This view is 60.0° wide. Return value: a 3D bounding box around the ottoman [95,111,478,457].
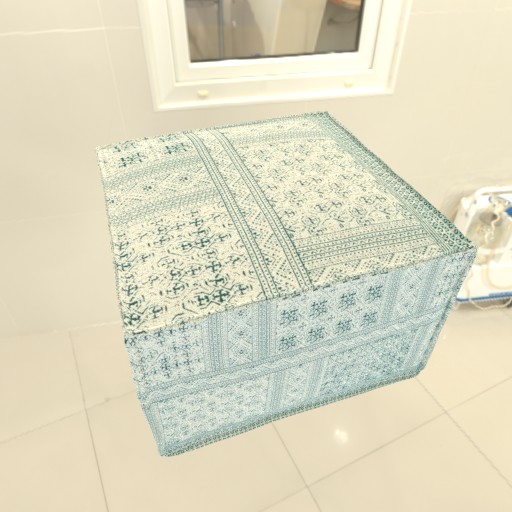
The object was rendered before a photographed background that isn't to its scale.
[{"bbox_3d":[0.000,0.000,1.033,0.617,0.439,0.626,-13,43,-14],"label":"ottoman"}]
